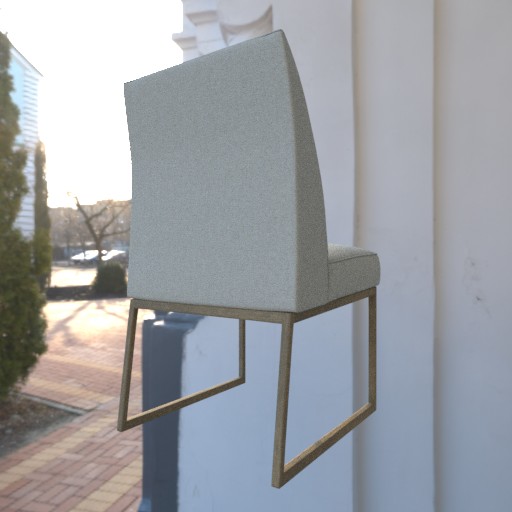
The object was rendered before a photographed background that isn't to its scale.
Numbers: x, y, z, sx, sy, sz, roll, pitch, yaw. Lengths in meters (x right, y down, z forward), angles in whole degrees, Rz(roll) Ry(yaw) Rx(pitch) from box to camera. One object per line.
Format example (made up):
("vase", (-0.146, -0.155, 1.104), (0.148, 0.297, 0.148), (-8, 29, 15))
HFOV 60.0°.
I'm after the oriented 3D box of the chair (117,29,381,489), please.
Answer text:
("chair", (0.000, 0.000, 1.170), (0.508, 0.863, 0.522), (0, 0, 35))
